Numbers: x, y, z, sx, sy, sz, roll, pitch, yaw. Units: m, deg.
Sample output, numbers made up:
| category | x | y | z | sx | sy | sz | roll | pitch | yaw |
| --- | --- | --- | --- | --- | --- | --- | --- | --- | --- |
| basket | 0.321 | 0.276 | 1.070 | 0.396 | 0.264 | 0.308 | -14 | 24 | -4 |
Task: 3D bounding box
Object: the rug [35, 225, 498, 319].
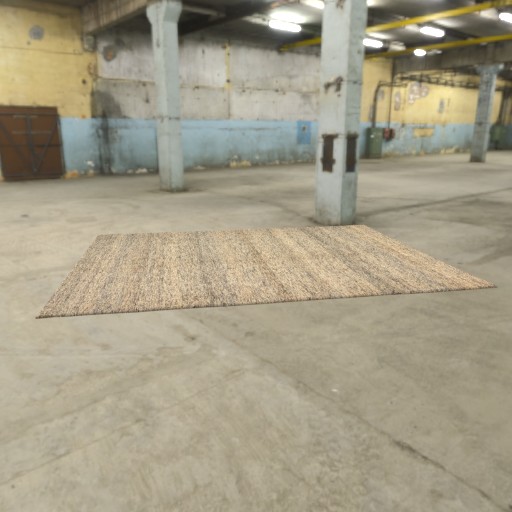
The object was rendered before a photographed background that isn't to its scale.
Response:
| category | x | y | z | sx | sy | sz | roll | pitch | yaw |
| --- | --- | --- | --- | --- | --- | --- | --- | --- | --- |
| rug | 0.000 | 0.000 | 4.149 | 3.199 | 0.036 | 2.414 | -3 | 15 | -10 |
